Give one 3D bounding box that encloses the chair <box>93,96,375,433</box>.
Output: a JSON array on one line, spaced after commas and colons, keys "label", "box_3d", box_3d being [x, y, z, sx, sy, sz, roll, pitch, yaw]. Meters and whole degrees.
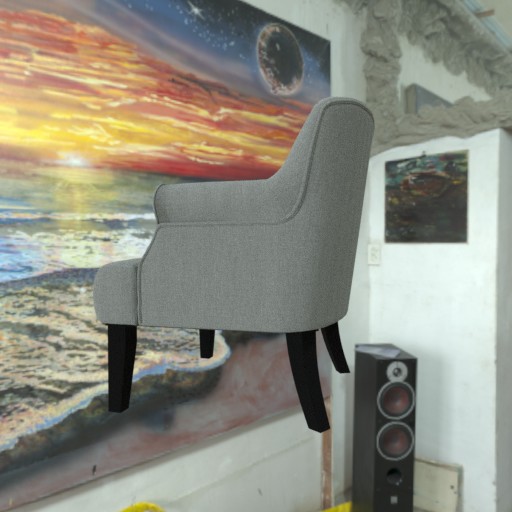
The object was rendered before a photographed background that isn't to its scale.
[{"label": "chair", "box_3d": [0.000, 0.000, 1.474, 0.755, 0.880, 0.772, 0, 2, 18]}]
